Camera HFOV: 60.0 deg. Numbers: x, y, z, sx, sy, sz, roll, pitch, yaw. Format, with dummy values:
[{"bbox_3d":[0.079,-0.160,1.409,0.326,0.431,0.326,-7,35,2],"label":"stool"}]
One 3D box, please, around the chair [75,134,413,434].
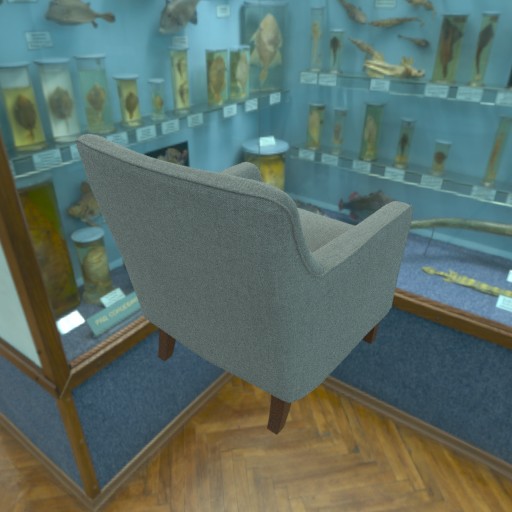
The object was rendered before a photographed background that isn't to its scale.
[{"bbox_3d":[0.000,0.000,1.791,0.887,1.047,0.993,22,37,32],"label":"chair"}]
